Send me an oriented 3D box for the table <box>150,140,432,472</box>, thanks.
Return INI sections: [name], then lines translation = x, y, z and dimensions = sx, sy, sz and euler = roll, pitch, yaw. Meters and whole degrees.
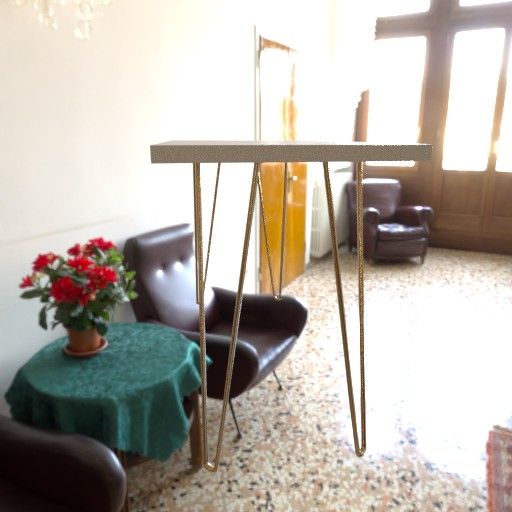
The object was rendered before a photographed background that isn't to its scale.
[table]
translation = 0.000, 0.000, 1.322
dimensions = 0.498, 0.660, 0.991
euler = -2, 15, -8
